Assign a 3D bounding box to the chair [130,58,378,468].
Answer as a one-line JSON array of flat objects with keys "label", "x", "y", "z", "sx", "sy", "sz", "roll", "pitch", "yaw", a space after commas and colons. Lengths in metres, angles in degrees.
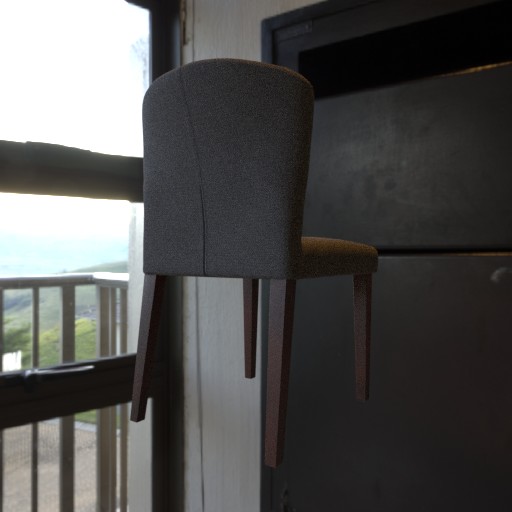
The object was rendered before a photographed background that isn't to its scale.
[{"label": "chair", "x": 0.000, "y": 0.000, "z": 1.203, "sx": 0.491, "sy": 0.839, "sz": 0.589, "roll": 0, "pitch": 0, "yaw": 35}]
